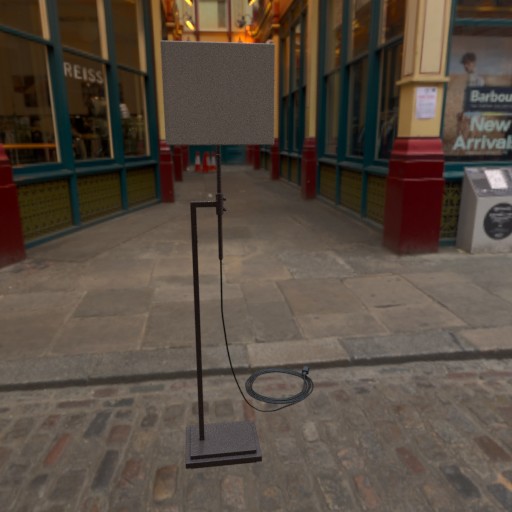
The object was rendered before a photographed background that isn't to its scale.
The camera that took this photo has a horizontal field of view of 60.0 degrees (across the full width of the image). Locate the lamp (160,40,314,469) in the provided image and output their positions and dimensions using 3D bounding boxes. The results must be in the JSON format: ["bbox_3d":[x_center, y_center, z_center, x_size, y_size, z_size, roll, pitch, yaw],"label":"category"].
[{"bbox_3d":[0.000,0.000,1.980,0.698,1.600,0.774,-2,16,-8],"label":"lamp"}]
